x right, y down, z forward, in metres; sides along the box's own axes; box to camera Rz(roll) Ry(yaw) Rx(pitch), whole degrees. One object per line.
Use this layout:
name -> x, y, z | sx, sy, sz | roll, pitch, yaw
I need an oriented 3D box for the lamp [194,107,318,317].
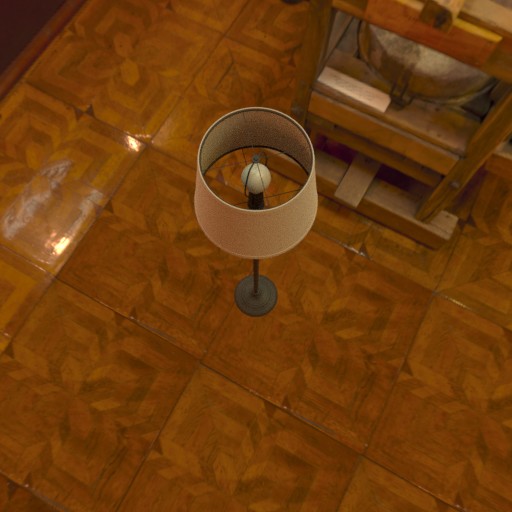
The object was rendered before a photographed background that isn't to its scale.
lamp -> 0.000, 0.000, 1.682 | 0.327, 1.506, 0.327 | 30, 76, 8
